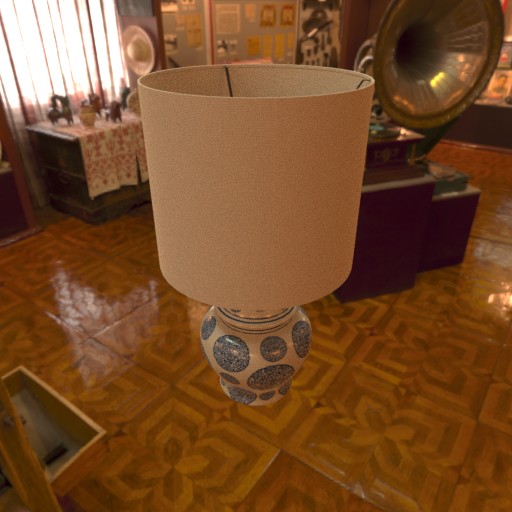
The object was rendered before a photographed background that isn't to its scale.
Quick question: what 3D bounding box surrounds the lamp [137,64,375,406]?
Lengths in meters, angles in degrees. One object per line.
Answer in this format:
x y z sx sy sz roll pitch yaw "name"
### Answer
0.000 0.000 0.504 0.215 0.381 0.215 21 35 32 "lamp"
